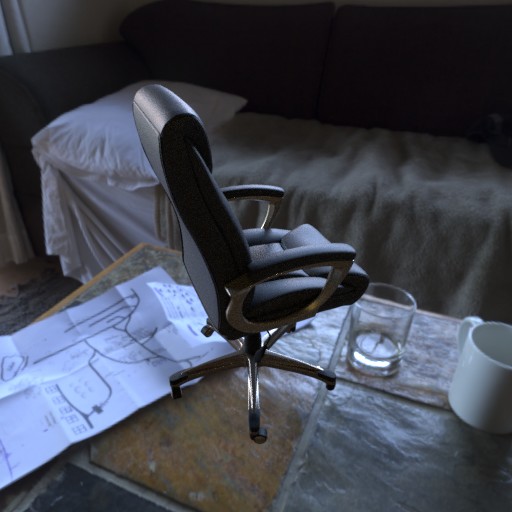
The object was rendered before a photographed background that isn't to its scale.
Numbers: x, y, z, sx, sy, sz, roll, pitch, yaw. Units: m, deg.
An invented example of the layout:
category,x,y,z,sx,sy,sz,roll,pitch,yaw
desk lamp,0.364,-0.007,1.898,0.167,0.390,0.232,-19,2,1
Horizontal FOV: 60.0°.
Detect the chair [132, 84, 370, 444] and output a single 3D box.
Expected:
category,x,y,z,sx,sy,sz,roll,pitch,yaw
chair,0.000,0.000,1.645,0.748,1.188,0.694,-11,32,-18
